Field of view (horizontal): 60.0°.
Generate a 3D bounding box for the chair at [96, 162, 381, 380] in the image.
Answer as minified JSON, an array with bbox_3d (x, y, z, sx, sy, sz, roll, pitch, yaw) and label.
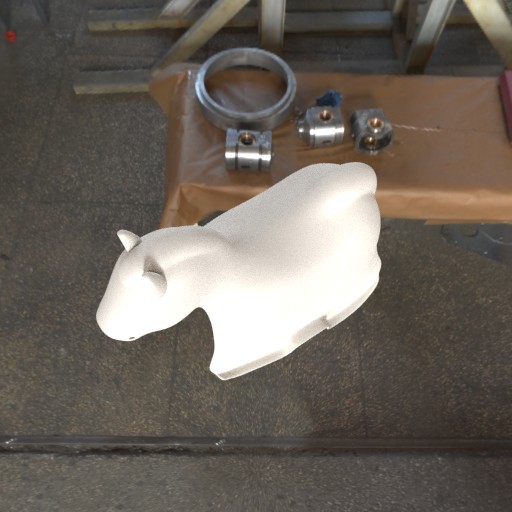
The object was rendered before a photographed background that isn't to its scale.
[{"bbox_3d":[0.000,0.000,1.141,0.800,0.612,0.429,-30,68,-14],"label":"chair"}]
